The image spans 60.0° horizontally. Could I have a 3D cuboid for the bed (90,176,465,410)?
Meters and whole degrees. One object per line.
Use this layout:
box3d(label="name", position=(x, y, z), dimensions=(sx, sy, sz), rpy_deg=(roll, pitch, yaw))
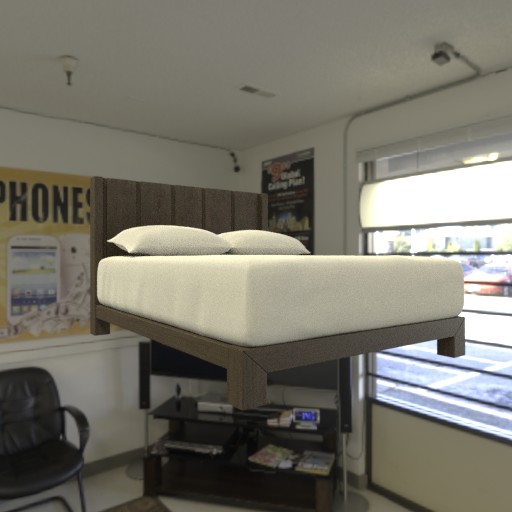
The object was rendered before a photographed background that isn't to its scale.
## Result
box3d(label="bed", position=(0.000, 0.000, 3.220), dimensions=(1.727, 1.270, 2.242), rpy_deg=(0, 0, -36))
